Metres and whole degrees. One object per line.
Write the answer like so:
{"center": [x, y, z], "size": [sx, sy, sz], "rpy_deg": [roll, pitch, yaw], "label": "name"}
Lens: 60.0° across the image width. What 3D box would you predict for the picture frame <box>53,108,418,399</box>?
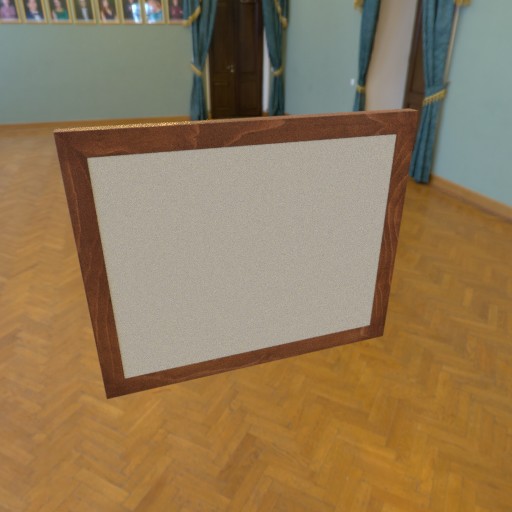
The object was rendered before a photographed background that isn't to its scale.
{"center": [0.000, 0.000, 0.763], "size": [0.559, 0.457, 0.025], "rpy_deg": [-9, 28, -17], "label": "picture frame"}
